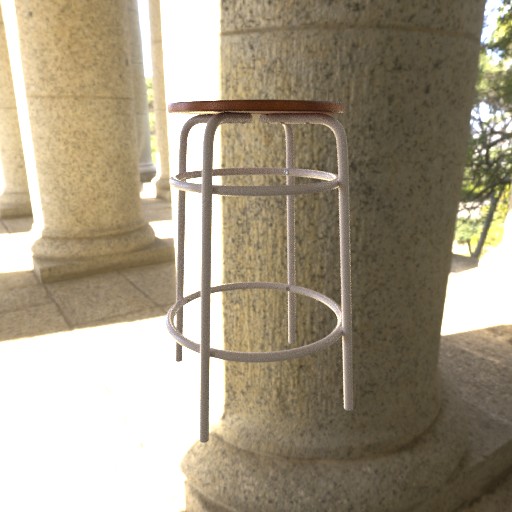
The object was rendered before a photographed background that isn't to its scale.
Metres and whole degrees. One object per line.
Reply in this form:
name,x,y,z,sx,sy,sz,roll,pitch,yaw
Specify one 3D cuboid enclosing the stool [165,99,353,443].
stool,0.000,0.000,0.940,0.455,0.610,0.455,8,18,26
